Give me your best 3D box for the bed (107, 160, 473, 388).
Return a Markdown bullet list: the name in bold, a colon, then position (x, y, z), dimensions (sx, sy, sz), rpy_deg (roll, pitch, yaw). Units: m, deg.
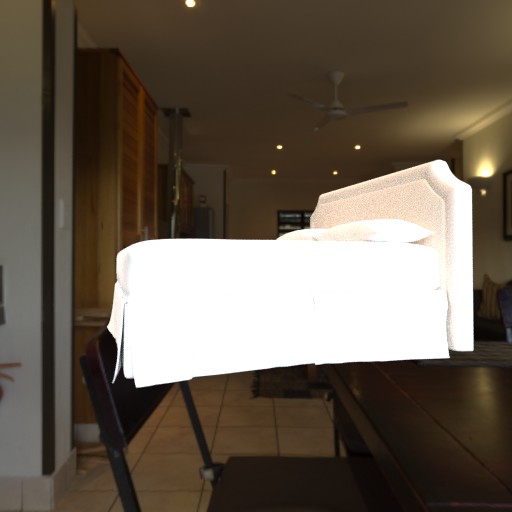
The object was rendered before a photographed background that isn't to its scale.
- **bed**: position (0.000, 0.000, 3.469), dimensions (2.204, 1.301, 2.160), rpy_deg (0, 0, -19)
